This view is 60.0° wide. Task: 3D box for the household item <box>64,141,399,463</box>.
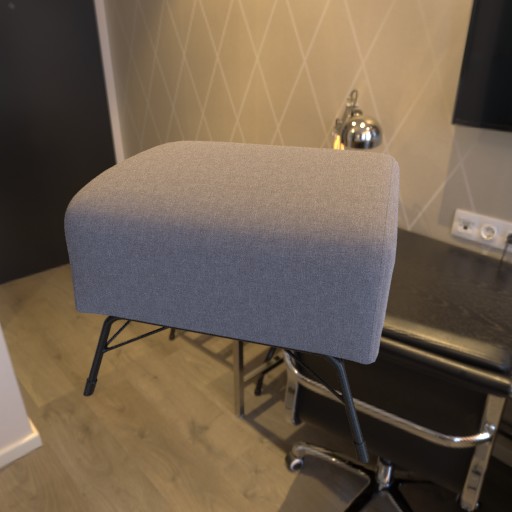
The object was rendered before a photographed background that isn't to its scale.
[{"bbox_3d":[0.000,0.000,0.905,0.530,0.410,0.530,7,27,15],"label":"household item"}]
